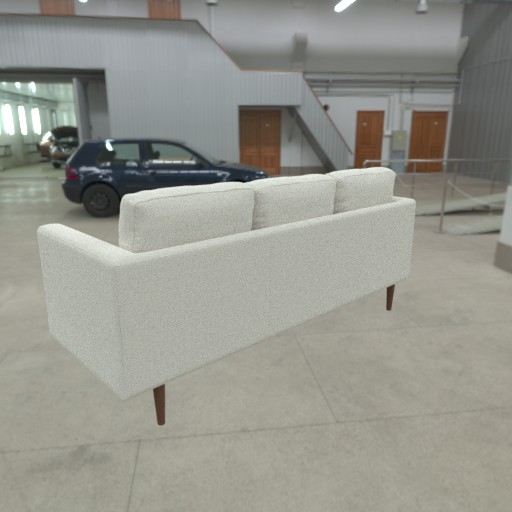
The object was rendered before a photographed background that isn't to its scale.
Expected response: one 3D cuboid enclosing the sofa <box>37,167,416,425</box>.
[{"bbox_3d":[0.000,0.000,2.457,2.029,0.912,0.802,-14,21,-41],"label":"sofa"}]
